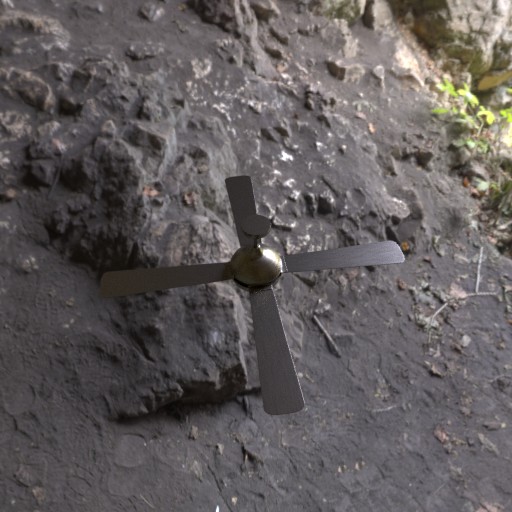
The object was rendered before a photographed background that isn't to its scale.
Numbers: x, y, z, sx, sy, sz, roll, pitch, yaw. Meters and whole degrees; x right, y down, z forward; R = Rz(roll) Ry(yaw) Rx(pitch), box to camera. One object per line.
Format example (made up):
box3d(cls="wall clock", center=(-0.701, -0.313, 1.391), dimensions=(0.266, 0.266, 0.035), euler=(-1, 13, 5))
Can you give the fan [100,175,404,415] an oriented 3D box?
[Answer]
box3d(cls="fan", center=(0.000, 0.000, 1.961), dimensions=(1.321, 0.381, 1.321), euler=(9, 48, 8))
